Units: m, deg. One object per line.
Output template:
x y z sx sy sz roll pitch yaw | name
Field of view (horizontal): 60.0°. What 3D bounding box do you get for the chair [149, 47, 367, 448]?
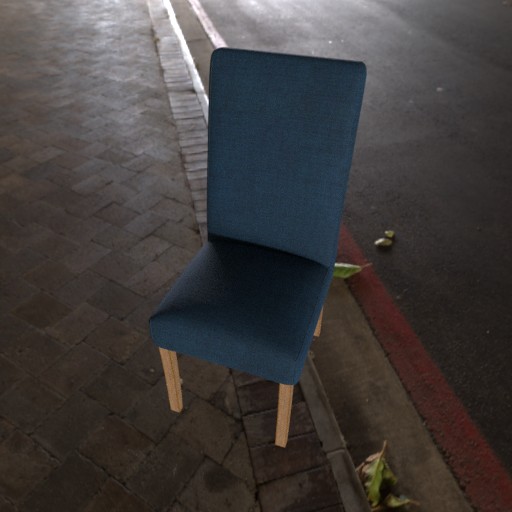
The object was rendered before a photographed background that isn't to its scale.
0.000 0.000 1.362 0.450 1.029 0.610 13 42 14 | chair
